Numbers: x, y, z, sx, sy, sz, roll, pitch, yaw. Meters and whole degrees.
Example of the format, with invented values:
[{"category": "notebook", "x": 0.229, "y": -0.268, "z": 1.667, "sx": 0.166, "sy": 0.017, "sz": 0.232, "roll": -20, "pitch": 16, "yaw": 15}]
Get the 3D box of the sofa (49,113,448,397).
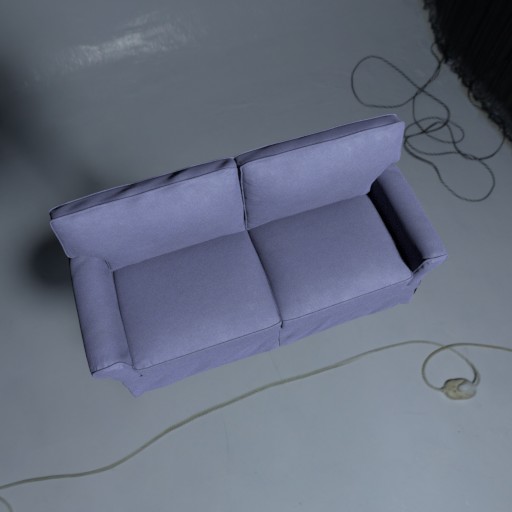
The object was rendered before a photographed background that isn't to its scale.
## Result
[{"category": "sofa", "x": 0.000, "y": 0.000, "z": 2.852, "sx": 2.256, "sy": 1.094, "sz": 0.983, "roll": -17, "pitch": 65, "yaw": -8}]
